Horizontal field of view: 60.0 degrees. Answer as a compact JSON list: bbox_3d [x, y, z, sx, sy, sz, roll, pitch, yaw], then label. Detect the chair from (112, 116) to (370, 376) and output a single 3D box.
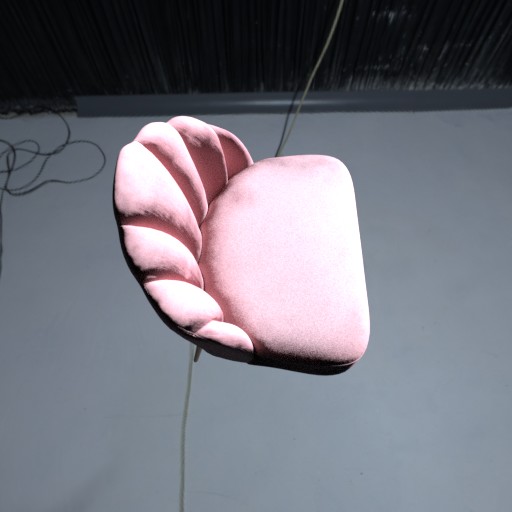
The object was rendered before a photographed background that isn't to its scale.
[{"bbox_3d":[0.000,0.000,1.284,0.599,0.819,0.657,0,64,0],"label":"chair"}]
